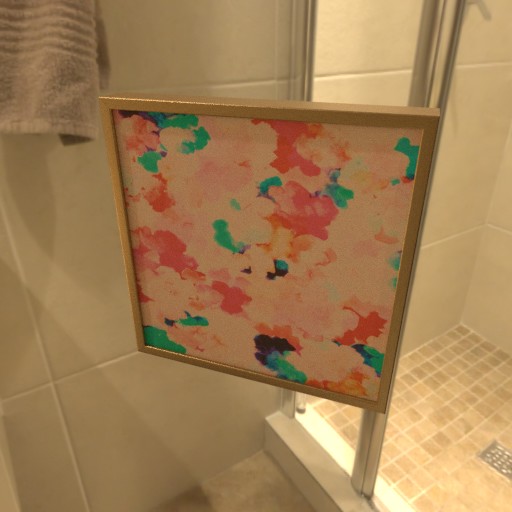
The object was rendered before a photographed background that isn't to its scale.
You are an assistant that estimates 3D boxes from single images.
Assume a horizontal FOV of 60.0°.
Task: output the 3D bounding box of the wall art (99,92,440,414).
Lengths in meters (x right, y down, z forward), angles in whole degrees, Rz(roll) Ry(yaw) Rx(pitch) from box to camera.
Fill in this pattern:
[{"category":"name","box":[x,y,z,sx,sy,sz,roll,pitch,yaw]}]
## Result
[{"category":"wall art","box":[0.000,0.000,0.460,0.304,0.305,0.038,9,29,18]}]
